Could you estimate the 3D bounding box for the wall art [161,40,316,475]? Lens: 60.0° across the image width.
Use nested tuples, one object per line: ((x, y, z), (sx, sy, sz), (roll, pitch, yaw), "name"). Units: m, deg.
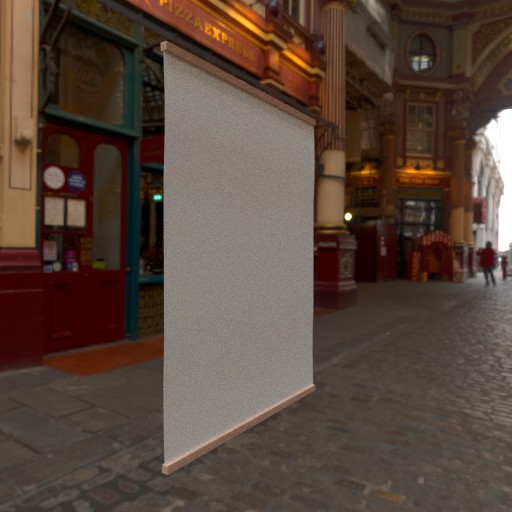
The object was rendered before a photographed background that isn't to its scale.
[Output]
((0.000, 0.000, 1.345), (0.020, 1.013, 0.758), (1, 1, 34), "wall art")
